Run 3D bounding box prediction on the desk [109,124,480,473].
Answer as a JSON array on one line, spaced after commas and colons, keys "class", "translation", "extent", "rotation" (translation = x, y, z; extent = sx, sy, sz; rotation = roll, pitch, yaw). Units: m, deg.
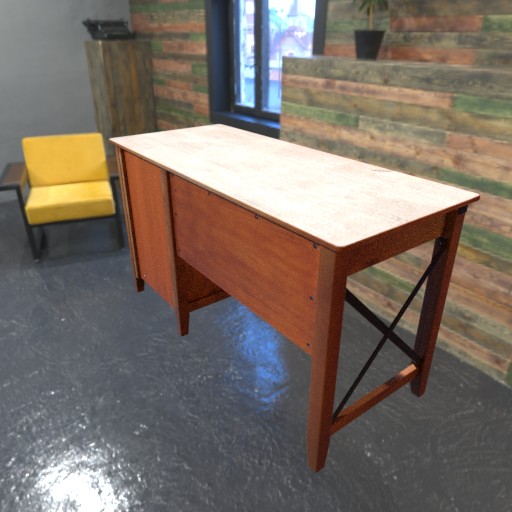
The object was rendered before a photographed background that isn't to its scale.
[{"class": "desk", "translation": [0.000, 0.000, 1.740], "extent": [0.574, 0.756, 1.353], "rotation": [-19, 32, -33]}]
